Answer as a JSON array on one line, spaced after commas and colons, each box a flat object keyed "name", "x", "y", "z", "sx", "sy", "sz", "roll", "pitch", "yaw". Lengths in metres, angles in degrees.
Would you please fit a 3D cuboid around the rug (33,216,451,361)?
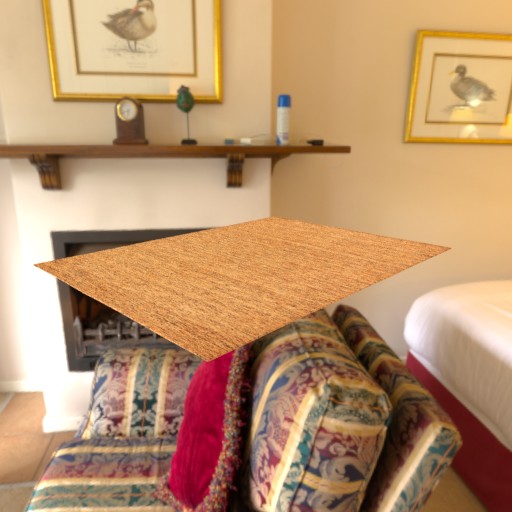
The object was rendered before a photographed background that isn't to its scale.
[{"name": "rug", "x": 0.000, "y": 0.000, "z": 4.231, "sx": 2.438, "sy": 0.012, "sz": 3.200, "roll": 15, "pitch": 22, "yaw": 42}]
